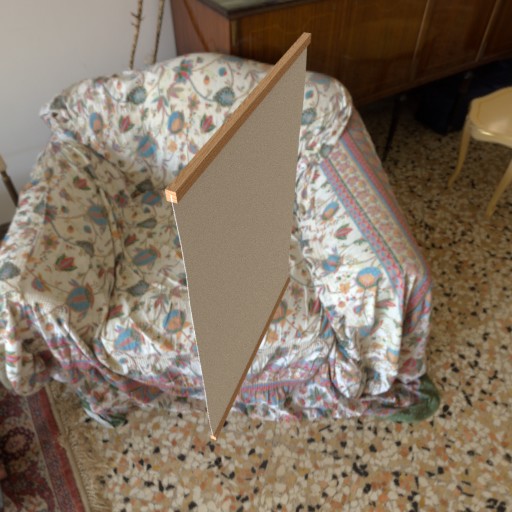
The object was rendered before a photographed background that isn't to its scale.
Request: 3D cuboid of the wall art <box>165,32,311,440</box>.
[{"bbox_3d":[0.000,0.000,1.320,0.020,1.016,0.739,16,48,15],"label":"wall art"}]
